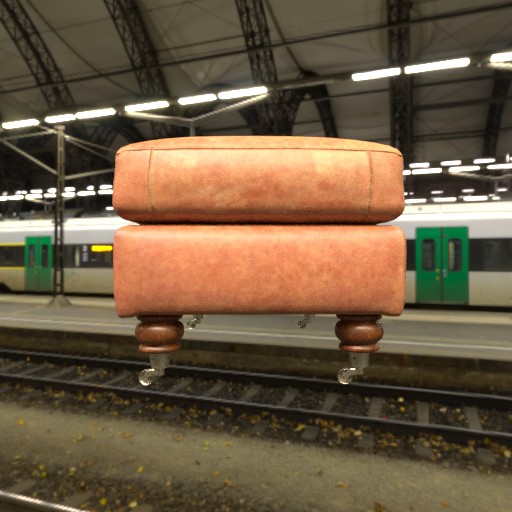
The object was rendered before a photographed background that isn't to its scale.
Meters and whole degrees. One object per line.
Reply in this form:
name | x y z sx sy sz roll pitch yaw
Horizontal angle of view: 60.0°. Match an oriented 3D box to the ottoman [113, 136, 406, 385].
ottoman | 0.000 0.000 1.210 0.565 0.507 0.852 0 0 -1
